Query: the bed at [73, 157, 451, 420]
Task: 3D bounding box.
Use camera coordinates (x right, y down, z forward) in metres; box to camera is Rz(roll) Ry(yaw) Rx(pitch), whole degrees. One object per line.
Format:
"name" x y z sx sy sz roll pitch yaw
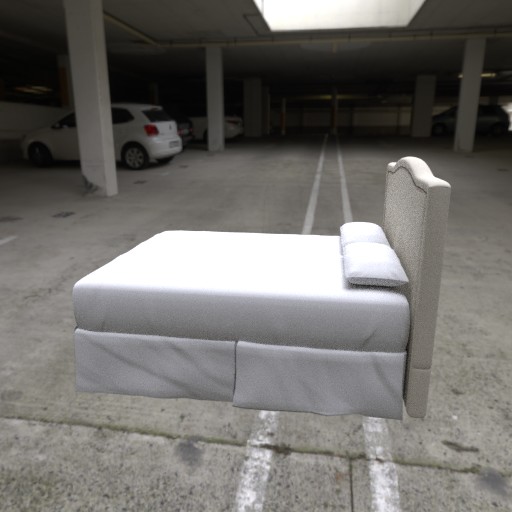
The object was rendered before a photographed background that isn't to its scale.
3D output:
"bed" 0.000 0.000 3.285 2.196 1.449 1.741 2 15 9
